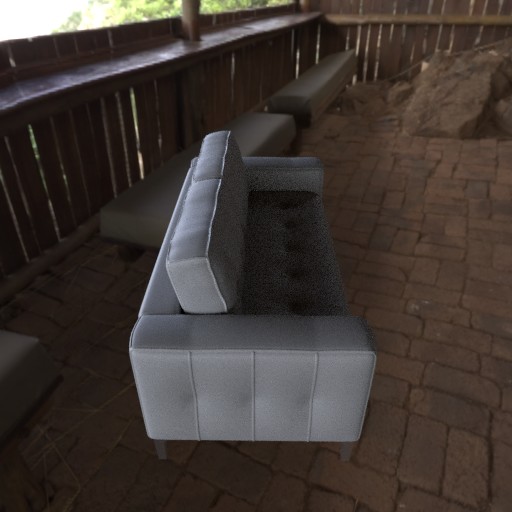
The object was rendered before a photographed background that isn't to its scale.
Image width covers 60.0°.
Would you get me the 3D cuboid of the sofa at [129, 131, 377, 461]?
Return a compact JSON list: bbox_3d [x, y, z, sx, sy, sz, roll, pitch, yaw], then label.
[{"bbox_3d":[0.000,0.000,2.231,0.833,0.892,1.726,0,34,1],"label":"sofa"}]
